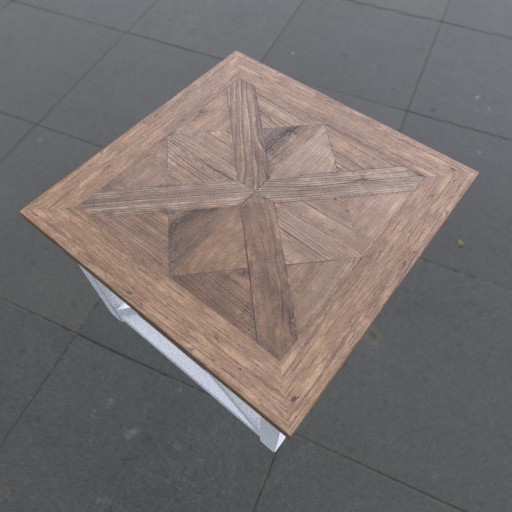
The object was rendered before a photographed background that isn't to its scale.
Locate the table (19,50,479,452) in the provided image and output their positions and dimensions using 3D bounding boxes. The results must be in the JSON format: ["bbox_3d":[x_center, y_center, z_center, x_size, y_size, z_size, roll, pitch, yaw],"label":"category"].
[{"bbox_3d":[0.000,0.000,1.174,0.700,0.532,0.700,34,65,19],"label":"table"}]
